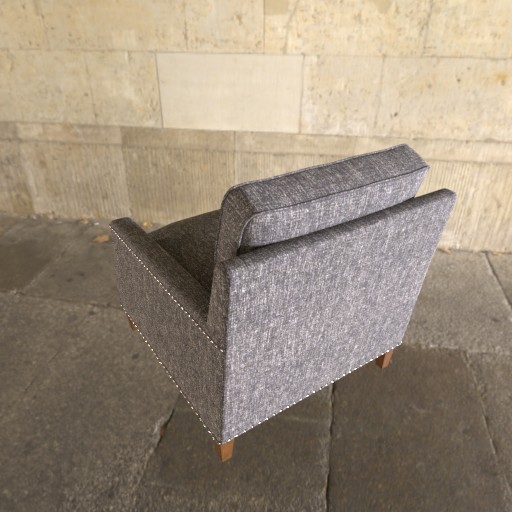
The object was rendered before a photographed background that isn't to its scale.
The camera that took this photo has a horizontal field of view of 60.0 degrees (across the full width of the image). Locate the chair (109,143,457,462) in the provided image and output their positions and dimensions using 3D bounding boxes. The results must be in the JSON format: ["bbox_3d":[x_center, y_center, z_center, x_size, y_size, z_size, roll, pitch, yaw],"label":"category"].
[{"bbox_3d":[0.000,0.000,1.701,0.853,0.943,1.014,-19,35,-29],"label":"chair"}]
